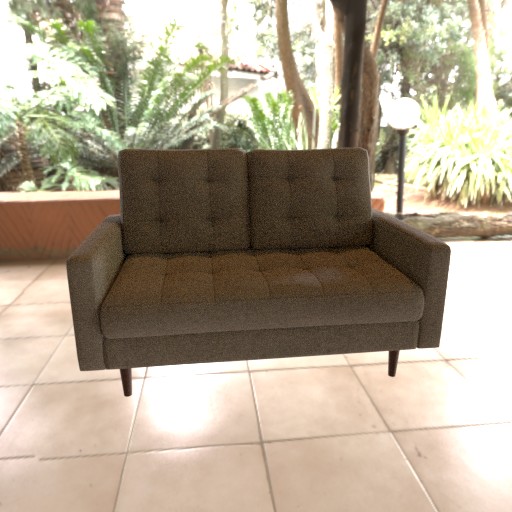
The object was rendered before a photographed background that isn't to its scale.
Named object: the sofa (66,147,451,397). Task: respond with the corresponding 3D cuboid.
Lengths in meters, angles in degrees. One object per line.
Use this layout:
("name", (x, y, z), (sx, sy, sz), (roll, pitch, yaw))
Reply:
("sofa", (0.000, 0.000, 1.973), (1.407, 0.907, 0.842), (-2, 17, -7))
